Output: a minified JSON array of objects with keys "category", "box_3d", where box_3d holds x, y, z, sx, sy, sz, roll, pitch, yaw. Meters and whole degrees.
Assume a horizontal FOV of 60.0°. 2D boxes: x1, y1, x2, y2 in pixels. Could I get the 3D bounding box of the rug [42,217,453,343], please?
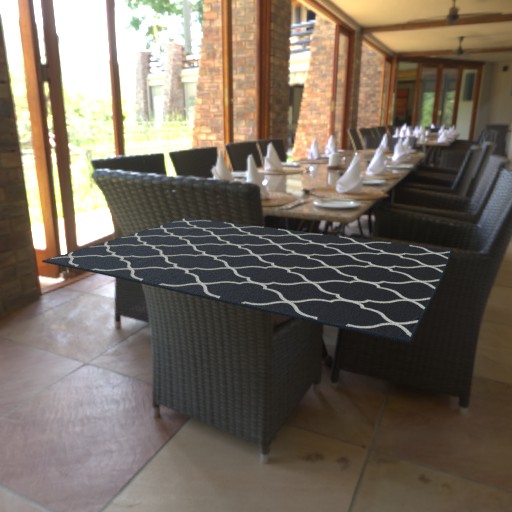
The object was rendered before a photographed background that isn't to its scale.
[{"category":"rug","box_3d":[0.000,0.000,2.944,2.290,0.014,1.526,9,19,27]}]
